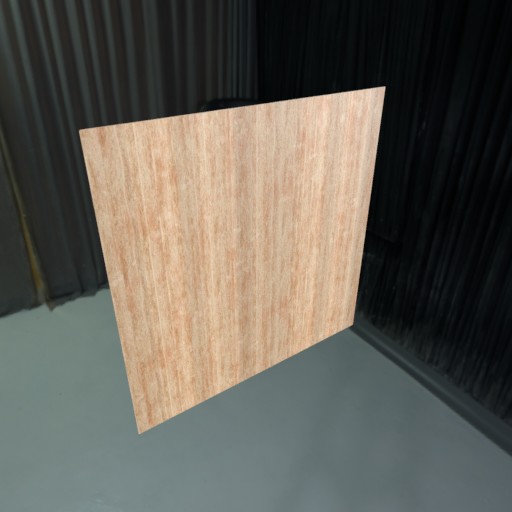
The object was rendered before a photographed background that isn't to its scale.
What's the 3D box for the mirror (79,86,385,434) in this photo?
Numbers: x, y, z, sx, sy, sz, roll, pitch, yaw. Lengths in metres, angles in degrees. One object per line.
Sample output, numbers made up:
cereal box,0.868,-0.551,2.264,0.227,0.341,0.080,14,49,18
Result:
mirror,0.000,0.000,0.973,0.651,0.651,0.047,-19,35,-30
